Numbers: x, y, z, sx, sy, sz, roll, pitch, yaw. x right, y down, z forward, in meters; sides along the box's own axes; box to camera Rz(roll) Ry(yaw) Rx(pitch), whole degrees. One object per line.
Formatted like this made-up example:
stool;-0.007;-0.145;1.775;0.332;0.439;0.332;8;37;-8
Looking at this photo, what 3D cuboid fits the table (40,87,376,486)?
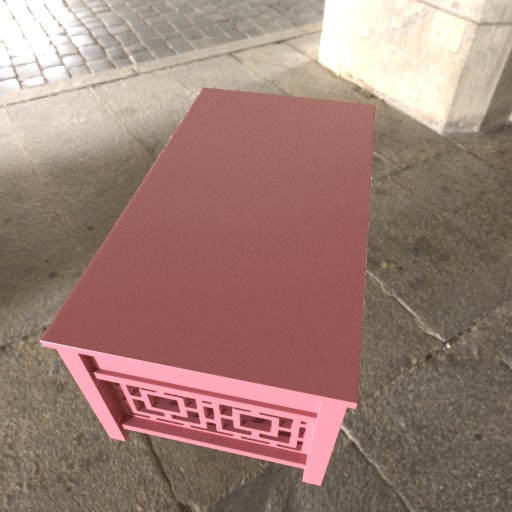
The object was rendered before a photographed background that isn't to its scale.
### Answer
table;0.000;0.000;1.337;0.612;0.493;1.068;9;47;8
